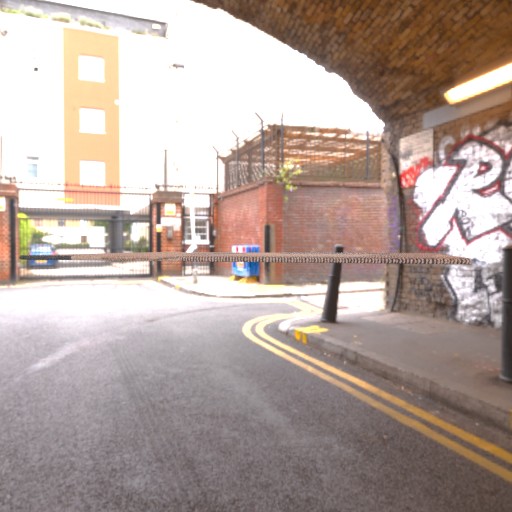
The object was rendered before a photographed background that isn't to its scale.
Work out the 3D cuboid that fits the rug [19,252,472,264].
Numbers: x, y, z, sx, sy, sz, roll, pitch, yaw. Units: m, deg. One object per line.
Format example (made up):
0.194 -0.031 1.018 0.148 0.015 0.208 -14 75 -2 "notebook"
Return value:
0.000 0.000 2.296 1.847 0.020 1.238 0 1 17 "rug"
